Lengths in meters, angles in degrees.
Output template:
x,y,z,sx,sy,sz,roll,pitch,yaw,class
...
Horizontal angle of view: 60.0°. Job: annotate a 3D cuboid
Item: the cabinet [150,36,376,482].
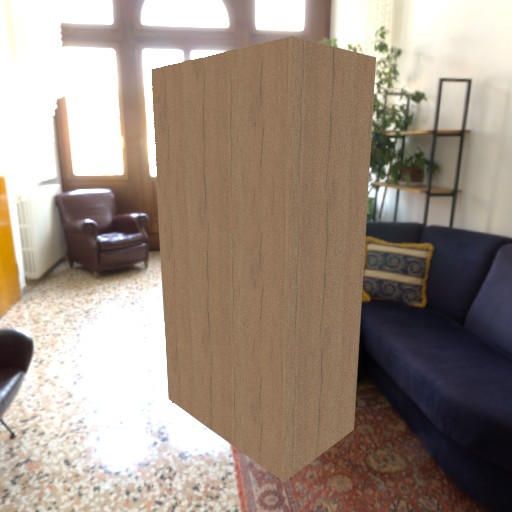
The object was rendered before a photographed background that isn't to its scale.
x,y,z,sx,sy,sz,roll,pitch,yaw,class
0.000,0.000,2.387,0.580,1.930,0.980,-13,19,-42,cabinet
